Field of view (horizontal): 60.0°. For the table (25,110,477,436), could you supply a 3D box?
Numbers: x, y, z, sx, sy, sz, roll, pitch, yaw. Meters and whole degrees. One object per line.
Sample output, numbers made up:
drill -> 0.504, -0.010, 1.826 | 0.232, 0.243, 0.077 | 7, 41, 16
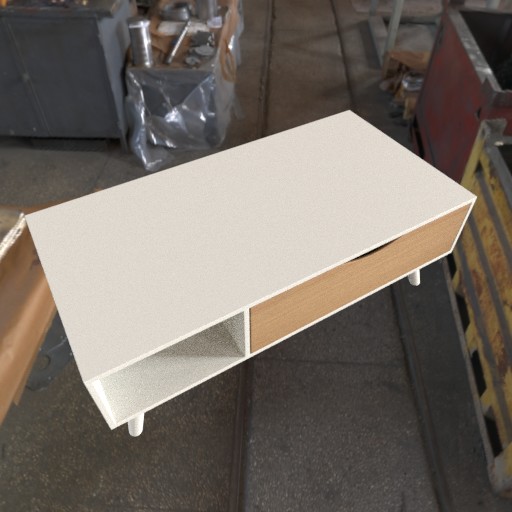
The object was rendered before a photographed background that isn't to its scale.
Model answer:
table -> 0.000, 0.000, 1.466 | 1.194, 0.432, 0.609 | -23, 51, -21
